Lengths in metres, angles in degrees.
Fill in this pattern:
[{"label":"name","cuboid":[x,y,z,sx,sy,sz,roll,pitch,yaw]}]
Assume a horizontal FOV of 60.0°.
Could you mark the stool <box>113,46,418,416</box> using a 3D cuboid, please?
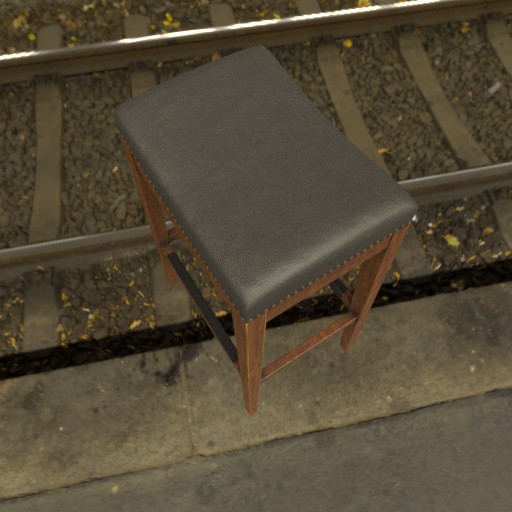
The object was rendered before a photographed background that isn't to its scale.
[{"label":"stool","cuboid":[0.000,0.000,1.047,0.361,0.765,0.500,-30,66,-15]}]
